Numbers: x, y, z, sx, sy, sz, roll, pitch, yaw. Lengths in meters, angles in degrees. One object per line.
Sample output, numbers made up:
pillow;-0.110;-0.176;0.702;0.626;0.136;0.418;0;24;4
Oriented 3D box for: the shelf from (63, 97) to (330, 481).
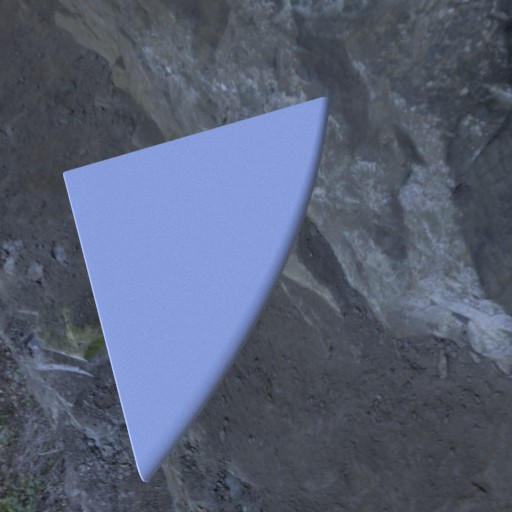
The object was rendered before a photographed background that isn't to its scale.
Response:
shelf;0.000;0.000;0.444;0.310;0.050;0.310;-20;64;-10
